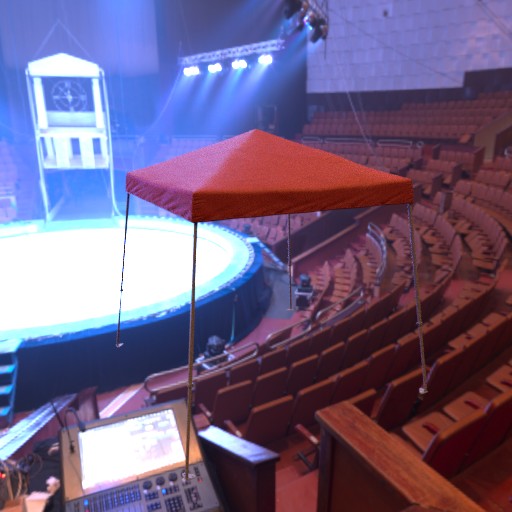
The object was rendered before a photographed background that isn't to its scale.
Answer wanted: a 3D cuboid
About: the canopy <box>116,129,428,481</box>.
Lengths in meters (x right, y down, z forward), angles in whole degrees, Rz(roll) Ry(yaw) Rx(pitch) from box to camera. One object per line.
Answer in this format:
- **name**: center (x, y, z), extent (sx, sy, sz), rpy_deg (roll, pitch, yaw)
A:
- **canopy**: center (0.000, 0.000, 6.538), extent (3.599, 3.600, 3.600), rpy_deg (-8, 17, -27)
